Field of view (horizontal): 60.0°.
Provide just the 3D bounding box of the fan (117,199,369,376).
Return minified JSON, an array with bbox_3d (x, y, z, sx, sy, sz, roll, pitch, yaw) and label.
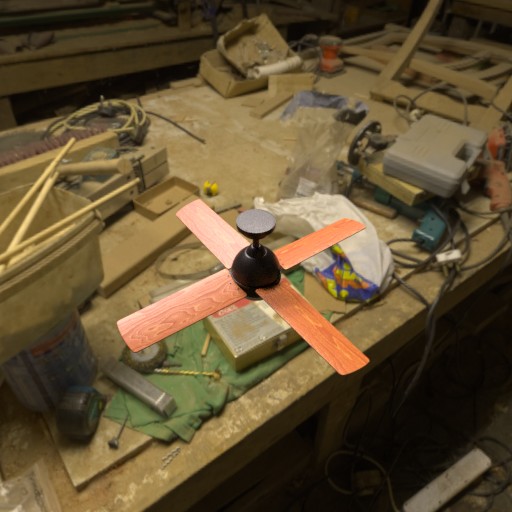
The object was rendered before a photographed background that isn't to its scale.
[{"bbox_3d":[0.000,0.000,2.022,1.332,0.403,1.332,-26,48,-26],"label":"fan"}]
